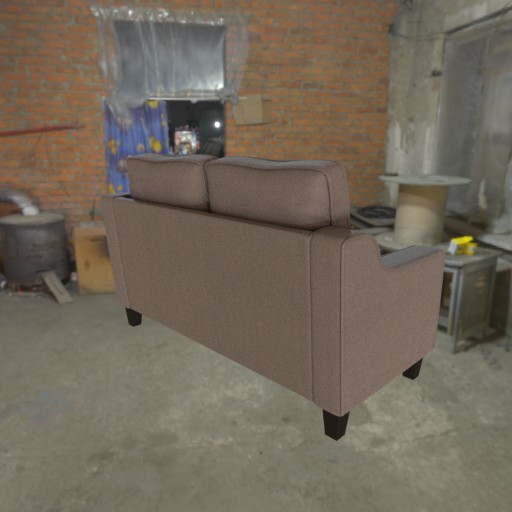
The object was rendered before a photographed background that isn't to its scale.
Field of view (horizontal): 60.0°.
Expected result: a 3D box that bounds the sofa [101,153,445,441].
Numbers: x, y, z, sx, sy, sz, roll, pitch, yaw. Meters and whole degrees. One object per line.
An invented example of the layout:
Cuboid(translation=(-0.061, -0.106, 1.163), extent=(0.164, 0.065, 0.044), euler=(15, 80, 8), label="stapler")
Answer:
Cuboid(translation=(0.000, 0.000, 2.111), extent=(0.791, 0.948, 1.500), euler=(-14, 20, -43), label="sofa")
